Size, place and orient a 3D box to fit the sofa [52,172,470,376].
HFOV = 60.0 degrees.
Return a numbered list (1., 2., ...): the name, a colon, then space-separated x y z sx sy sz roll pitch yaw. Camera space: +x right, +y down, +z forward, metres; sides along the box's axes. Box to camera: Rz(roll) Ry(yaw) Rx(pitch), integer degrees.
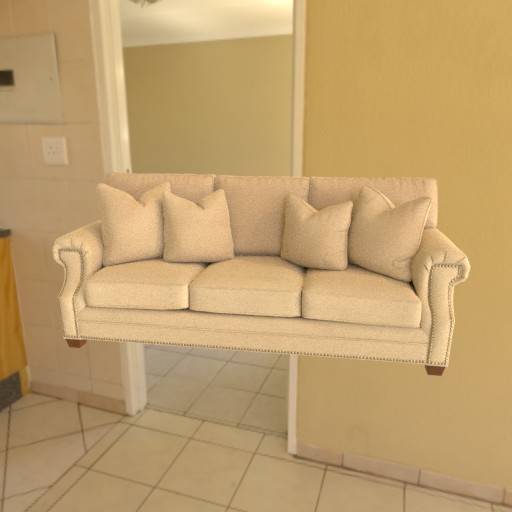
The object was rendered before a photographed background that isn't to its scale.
1. sofa: 0.000 0.000 2.762 2.312 0.975 0.965 2 15 9
